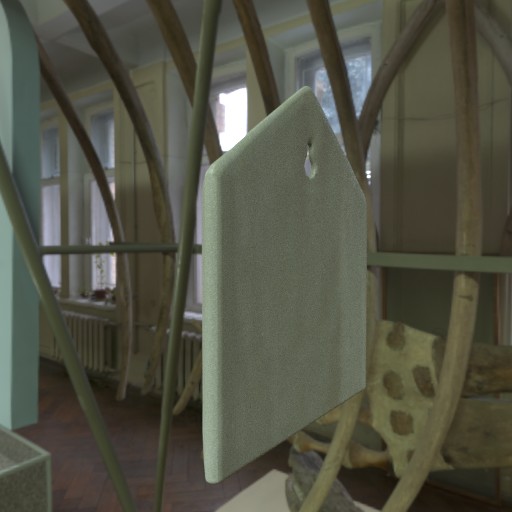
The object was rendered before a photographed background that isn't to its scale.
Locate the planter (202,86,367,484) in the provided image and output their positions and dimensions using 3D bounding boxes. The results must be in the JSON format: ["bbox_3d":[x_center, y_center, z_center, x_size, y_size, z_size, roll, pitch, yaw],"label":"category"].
[{"bbox_3d":[0.000,0.000,0.276,0.080,0.194,0.163,1,2,37],"label":"planter"}]
